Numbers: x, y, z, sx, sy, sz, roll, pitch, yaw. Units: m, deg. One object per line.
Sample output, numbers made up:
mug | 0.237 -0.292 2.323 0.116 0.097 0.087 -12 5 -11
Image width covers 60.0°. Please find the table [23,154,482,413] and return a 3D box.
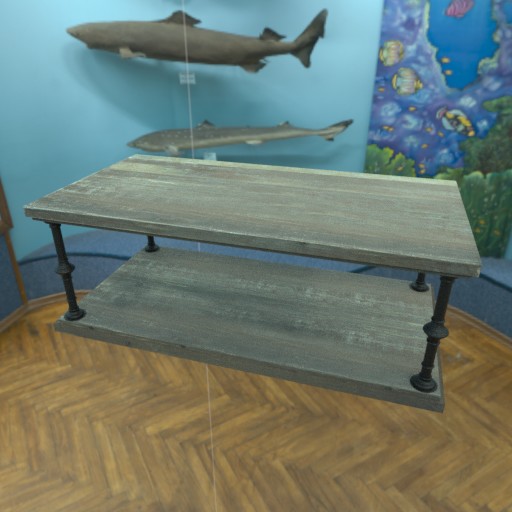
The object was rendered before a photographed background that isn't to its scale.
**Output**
table | 0.000 0.000 1.329 1.088 0.399 0.554 8 28 15
